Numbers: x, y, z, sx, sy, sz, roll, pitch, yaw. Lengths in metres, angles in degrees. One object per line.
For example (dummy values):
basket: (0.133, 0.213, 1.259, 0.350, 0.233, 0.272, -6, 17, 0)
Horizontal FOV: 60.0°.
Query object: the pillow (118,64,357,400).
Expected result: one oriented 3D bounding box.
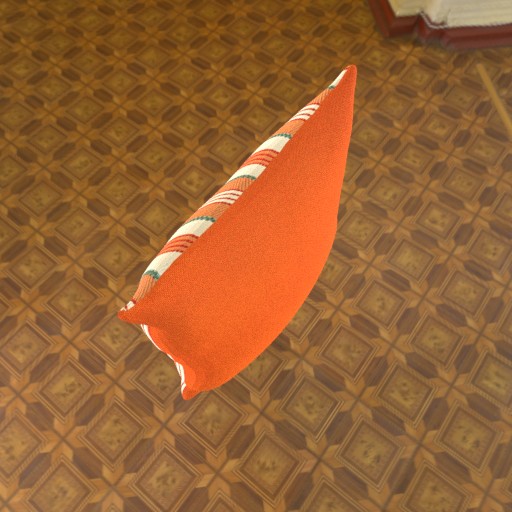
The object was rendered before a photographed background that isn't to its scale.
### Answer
pillow: (0.000, 0.000, 0.689, 0.182, 0.441, 0.440, 34, 67, 16)
